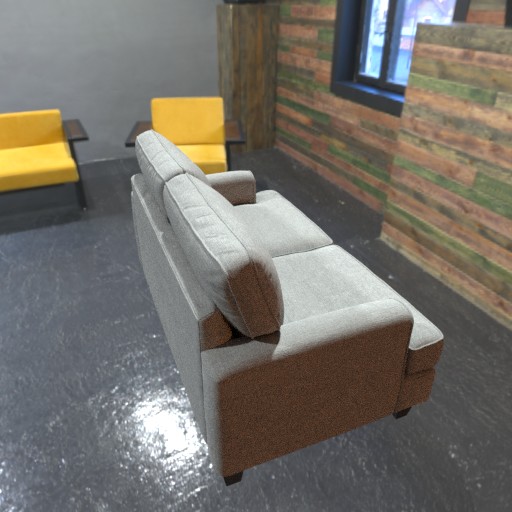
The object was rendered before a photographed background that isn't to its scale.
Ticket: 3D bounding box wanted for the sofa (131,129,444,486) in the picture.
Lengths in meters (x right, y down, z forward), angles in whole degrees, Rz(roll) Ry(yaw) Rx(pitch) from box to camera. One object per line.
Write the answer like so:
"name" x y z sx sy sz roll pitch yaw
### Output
"sofa" 0.000 0.000 2.165 0.965 0.965 1.651 -12 32 -19
